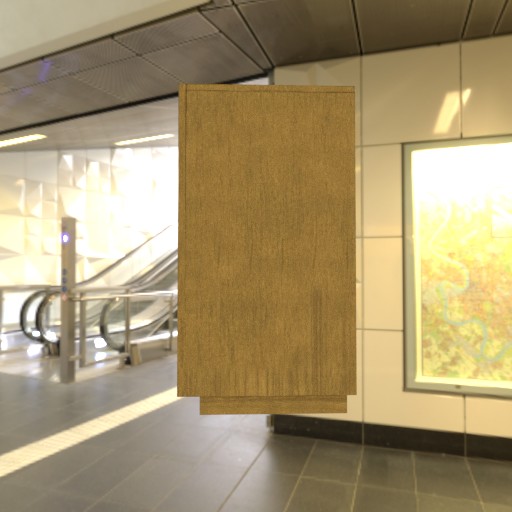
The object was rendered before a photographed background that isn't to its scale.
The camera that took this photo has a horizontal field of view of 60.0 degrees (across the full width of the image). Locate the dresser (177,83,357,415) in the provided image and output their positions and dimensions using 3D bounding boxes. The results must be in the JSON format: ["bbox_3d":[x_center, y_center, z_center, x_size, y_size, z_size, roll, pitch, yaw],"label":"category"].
[{"bbox_3d":[0.000,0.000,2.007,0.483,0.889,1.628,0,-2,-2],"label":"dresser"}]
